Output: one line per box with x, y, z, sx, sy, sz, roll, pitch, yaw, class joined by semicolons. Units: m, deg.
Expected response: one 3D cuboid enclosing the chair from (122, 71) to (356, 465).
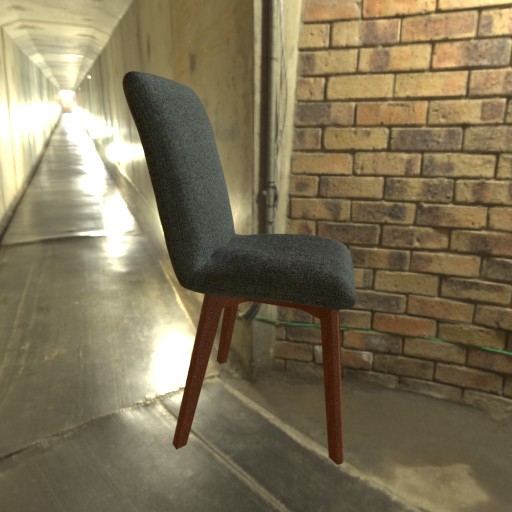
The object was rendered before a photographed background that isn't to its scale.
0.000;0.000;1.298;0.563;0.974;0.522;3;15;10;chair
